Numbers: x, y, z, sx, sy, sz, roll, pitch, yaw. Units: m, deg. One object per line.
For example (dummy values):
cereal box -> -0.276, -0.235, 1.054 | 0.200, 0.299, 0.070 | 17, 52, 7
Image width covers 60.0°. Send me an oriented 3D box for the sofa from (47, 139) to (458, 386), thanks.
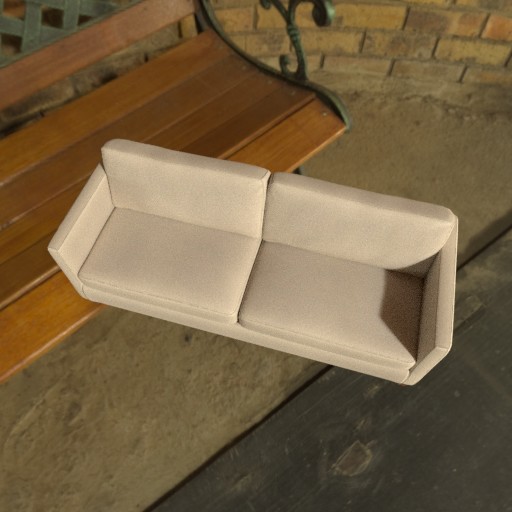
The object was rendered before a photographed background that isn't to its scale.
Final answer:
sofa -> 0.000, 0.000, 2.905 | 2.361, 0.968, 0.951 | 13, 59, 8
